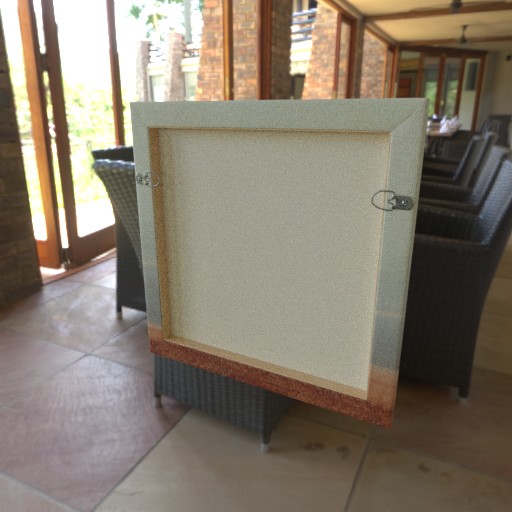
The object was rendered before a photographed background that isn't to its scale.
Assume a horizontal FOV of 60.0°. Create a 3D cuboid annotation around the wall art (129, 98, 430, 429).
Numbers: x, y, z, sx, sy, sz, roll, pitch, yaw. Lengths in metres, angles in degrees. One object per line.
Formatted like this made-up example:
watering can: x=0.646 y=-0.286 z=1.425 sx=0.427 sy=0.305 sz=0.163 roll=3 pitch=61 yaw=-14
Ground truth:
wall art: x=0.000 y=0.000 z=0.611 sx=0.405 sy=0.405 sz=0.023 roll=10 pitch=20 yaw=27
